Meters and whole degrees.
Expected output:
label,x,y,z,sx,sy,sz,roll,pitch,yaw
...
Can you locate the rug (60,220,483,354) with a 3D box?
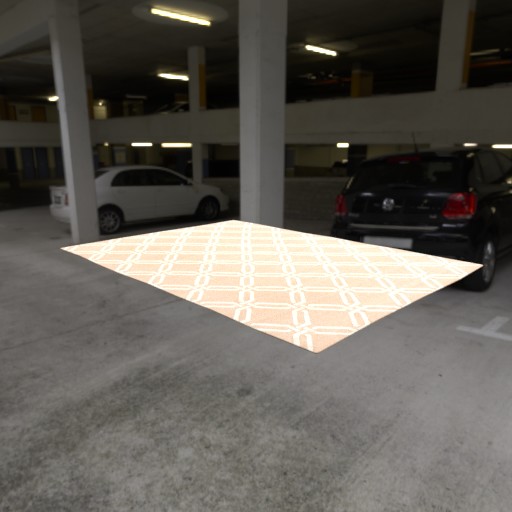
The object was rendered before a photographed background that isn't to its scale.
label,x,y,z,sx,sy,sz,roll,pitch,yaw
rug,0.000,0.000,4.284,2.452,0.020,3.365,-14,20,-43
